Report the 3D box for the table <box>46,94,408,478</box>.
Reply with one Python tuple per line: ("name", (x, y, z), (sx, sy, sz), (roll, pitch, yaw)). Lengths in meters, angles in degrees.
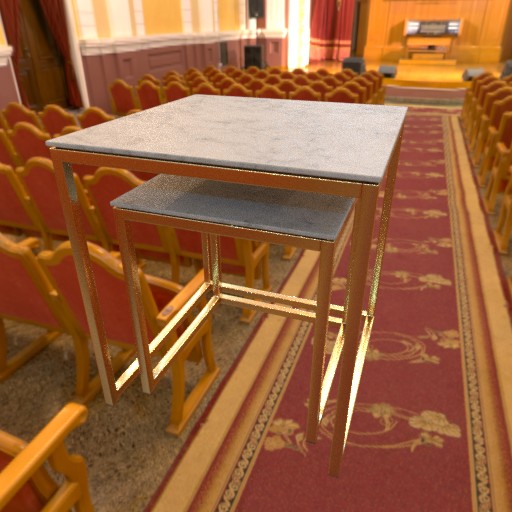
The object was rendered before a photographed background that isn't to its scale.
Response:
("table", (0.000, 0.000, 0.842), (0.450, 0.500, 0.450), (10, 30, 18))
